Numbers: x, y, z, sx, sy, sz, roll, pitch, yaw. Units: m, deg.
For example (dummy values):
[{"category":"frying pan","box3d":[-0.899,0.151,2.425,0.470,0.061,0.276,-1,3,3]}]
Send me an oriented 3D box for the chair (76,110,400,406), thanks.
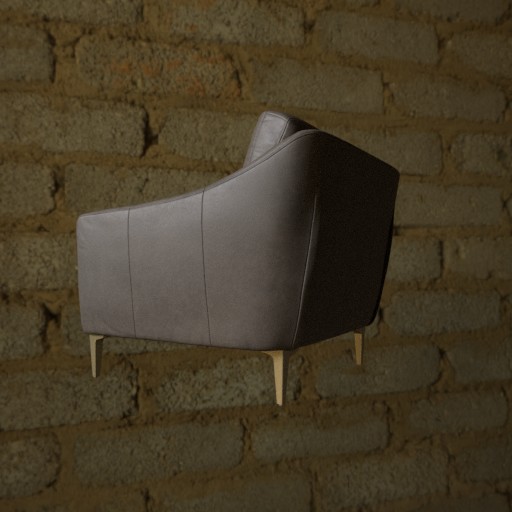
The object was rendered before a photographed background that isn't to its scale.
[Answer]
[{"category":"chair","box3d":[0.000,0.000,1.755,0.961,0.901,0.988,0,-1,35]}]
